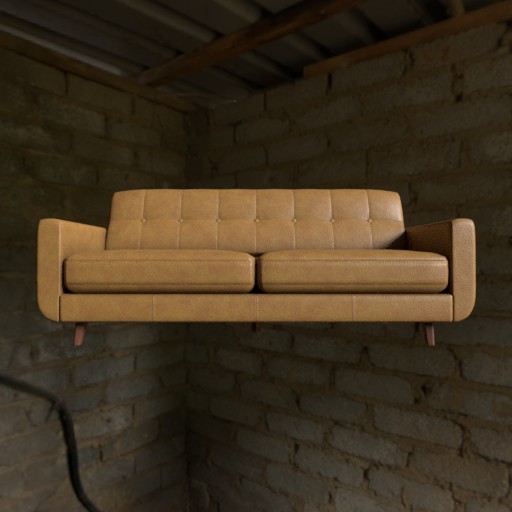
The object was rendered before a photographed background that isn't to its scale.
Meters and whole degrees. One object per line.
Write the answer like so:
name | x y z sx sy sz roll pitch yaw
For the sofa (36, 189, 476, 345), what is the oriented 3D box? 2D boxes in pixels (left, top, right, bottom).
sofa | 0.000 0.000 2.620 2.137 0.892 0.980 0 -1 0
